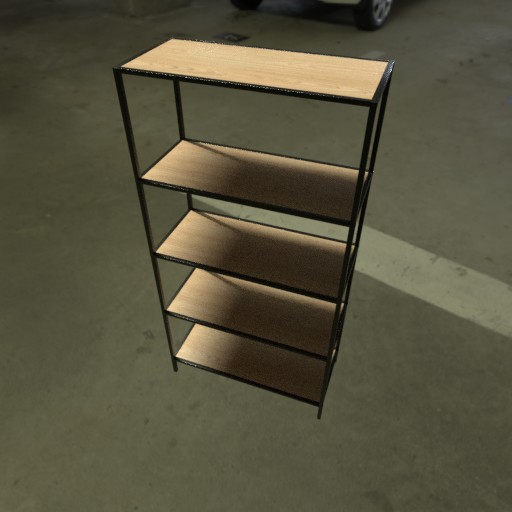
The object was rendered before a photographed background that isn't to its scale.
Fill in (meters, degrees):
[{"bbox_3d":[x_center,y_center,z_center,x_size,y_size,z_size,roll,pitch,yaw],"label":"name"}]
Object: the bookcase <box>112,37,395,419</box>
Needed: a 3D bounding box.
[{"bbox_3d":[0.000,0.000,1.806,0.770,1.500,0.350,13,42,15],"label":"bookcase"}]
